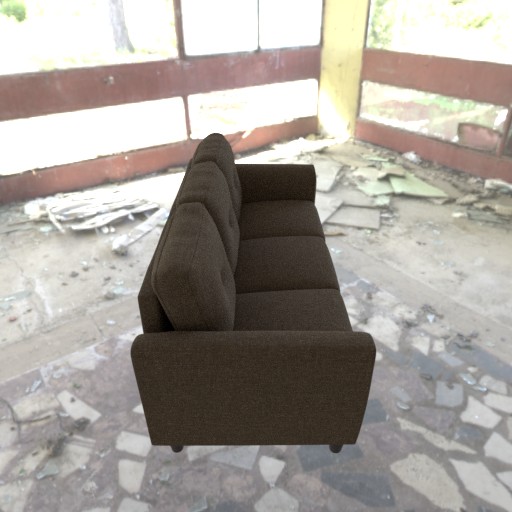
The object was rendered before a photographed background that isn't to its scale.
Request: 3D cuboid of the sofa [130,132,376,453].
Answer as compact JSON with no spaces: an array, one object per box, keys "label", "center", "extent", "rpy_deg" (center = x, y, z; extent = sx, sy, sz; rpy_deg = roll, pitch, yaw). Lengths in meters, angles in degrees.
[{"label":"sofa","center":[0.000,0.000,2.325],"extent":[0.837,0.891,1.847],"rpy_deg":[0,31,0]}]
